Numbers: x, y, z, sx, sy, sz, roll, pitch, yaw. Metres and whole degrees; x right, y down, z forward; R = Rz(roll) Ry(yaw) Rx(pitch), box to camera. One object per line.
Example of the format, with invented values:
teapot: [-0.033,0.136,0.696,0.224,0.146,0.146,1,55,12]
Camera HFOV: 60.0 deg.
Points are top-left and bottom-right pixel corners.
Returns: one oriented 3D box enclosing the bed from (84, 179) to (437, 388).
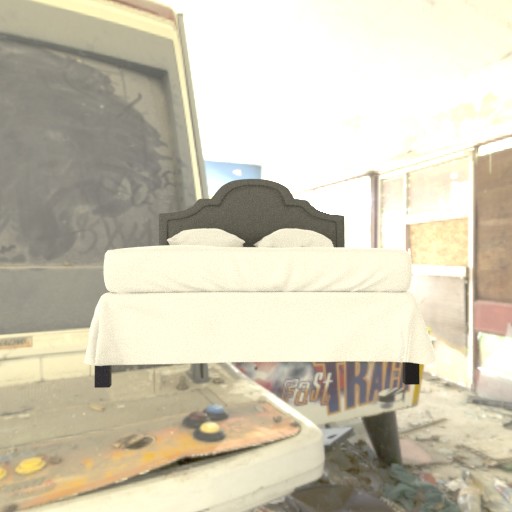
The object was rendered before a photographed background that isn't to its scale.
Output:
bed: [0.000,0.000,3.771,2.303,1.631,2.222,0,0,-2]
